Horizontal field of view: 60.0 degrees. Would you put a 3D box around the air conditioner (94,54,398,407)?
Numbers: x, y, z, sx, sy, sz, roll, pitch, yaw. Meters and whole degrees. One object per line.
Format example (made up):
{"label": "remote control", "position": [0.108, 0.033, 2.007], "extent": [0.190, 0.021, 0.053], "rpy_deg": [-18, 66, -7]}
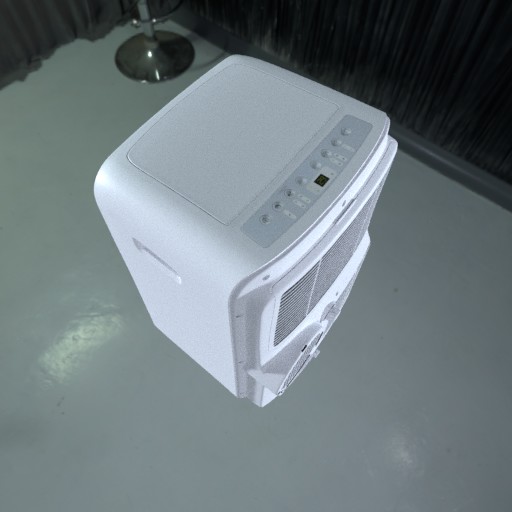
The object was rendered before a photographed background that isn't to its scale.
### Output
{"label": "air conditioner", "position": [0.000, 0.000, 1.050], "extent": [0.467, 0.765, 0.478], "rpy_deg": [34, 66, 17]}
